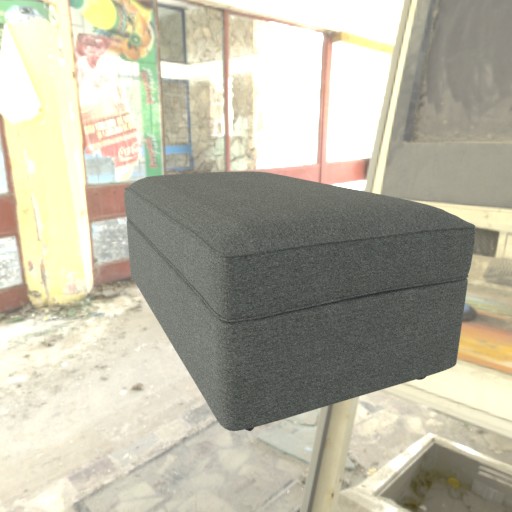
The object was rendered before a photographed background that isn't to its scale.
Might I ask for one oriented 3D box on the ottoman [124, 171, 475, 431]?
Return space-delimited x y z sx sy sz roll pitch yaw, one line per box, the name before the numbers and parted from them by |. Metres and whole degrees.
ottoman | 0.000 0.000 1.501 0.681 0.494 1.173 -7 18 -24
